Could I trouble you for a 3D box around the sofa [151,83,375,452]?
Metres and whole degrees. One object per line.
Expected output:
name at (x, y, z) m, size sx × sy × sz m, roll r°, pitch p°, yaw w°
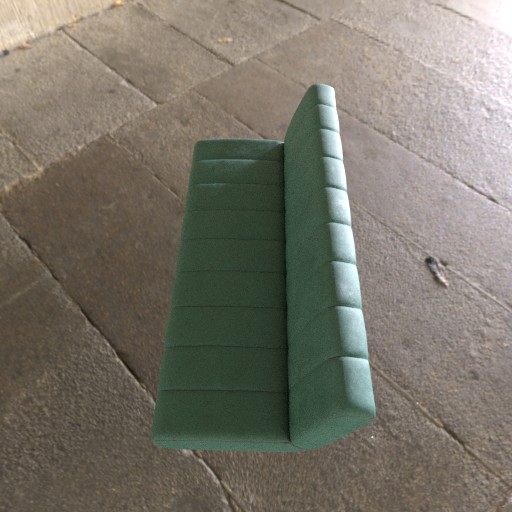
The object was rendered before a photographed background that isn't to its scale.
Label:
sofa at (0.000, 0.000, 2.266) m, size 0.830 × 0.820 × 1.810 m, roll 1°, pitch 55°, yaw 1°
